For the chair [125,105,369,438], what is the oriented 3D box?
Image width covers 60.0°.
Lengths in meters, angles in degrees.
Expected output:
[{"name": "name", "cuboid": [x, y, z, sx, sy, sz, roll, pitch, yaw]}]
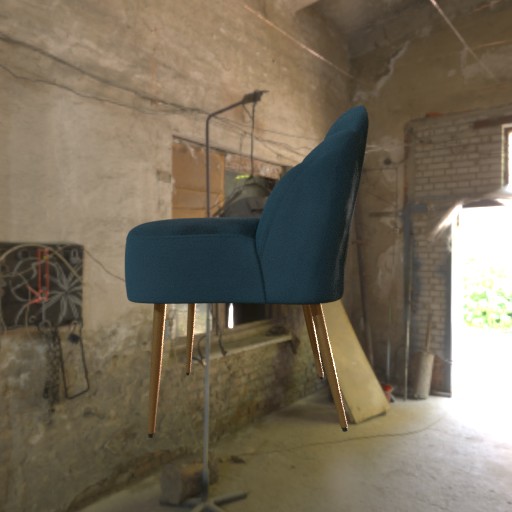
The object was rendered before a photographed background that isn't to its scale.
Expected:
[{"name": "chair", "cuboid": [0.000, 0.000, 1.249, 0.599, 0.819, 0.657, 0, 1, 1]}]
